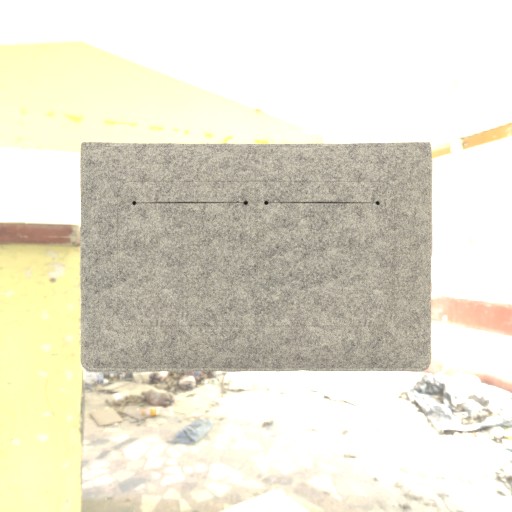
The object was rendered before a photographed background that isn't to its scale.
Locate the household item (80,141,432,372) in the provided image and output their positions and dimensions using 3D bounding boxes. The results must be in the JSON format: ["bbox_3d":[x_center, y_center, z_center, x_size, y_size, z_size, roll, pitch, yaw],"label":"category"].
[{"bbox_3d":[0.000,0.000,0.429,0.335,0.221,0.057,0,0,0],"label":"household item"}]
